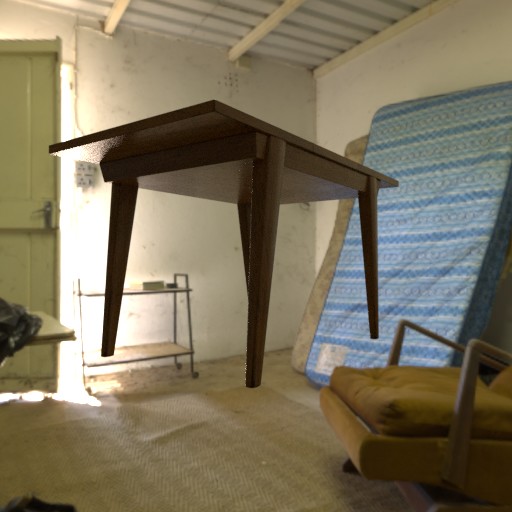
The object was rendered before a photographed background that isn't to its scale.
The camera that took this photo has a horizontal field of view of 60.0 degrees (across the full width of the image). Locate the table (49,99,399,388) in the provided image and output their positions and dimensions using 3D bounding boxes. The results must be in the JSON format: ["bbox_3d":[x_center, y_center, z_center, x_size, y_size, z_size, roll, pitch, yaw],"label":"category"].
[{"bbox_3d":[0.000,0.000,1.876,0.757,0.760,1.400,0,-1,36],"label":"table"}]
